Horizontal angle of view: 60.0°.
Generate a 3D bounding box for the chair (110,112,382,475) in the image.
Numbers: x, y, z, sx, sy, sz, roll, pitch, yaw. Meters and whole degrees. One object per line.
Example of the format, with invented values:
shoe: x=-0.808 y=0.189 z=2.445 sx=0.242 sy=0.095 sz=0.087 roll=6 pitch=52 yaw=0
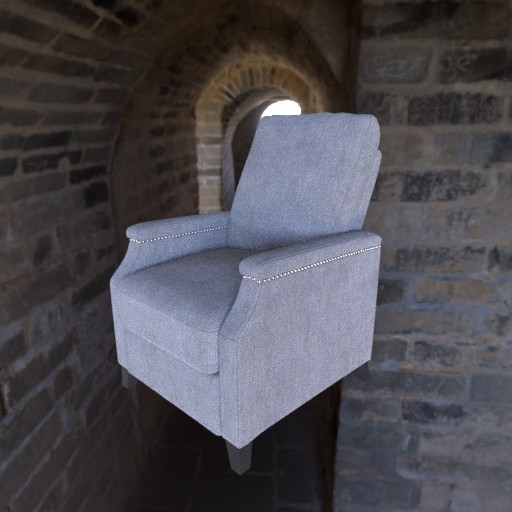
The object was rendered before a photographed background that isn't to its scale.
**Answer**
chair: x=0.000 y=0.000 z=1.684 sx=0.710 sy=1.049 sz=0.922 roll=15 pitch=22 yaw=42
